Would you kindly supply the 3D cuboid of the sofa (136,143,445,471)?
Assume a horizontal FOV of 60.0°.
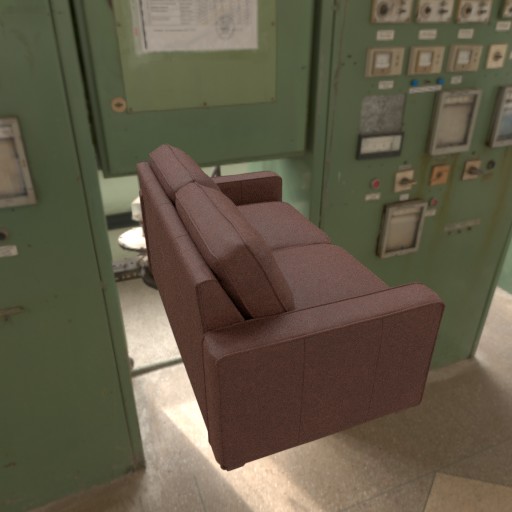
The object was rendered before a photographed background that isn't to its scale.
[{"bbox_3d":[0.000,0.000,2.293,0.947,0.918,1.709,-11,31,-18],"label":"sofa"}]
